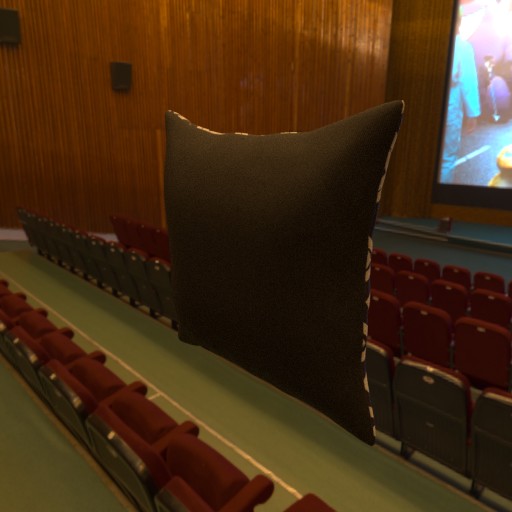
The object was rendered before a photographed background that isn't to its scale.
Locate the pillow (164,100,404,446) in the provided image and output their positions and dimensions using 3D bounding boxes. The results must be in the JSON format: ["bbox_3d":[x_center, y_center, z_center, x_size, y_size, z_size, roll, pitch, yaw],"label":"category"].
[{"bbox_3d":[0.000,0.000,0.770,0.188,0.494,0.504,-15,22,-43],"label":"pillow"}]
